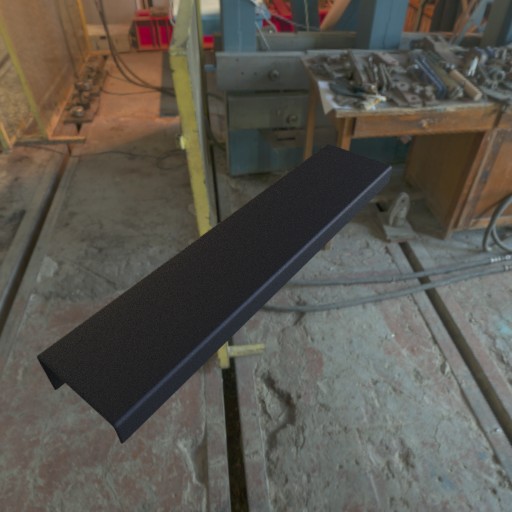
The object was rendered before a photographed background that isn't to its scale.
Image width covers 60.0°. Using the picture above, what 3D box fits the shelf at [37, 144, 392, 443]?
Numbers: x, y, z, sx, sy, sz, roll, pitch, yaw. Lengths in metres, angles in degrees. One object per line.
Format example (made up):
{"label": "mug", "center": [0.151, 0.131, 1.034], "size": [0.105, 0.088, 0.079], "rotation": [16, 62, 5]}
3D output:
{"label": "shelf", "center": [0.000, 0.000, 0.488], "size": [0.102, 0.053, 0.456], "rotation": [27, 49, 27]}
